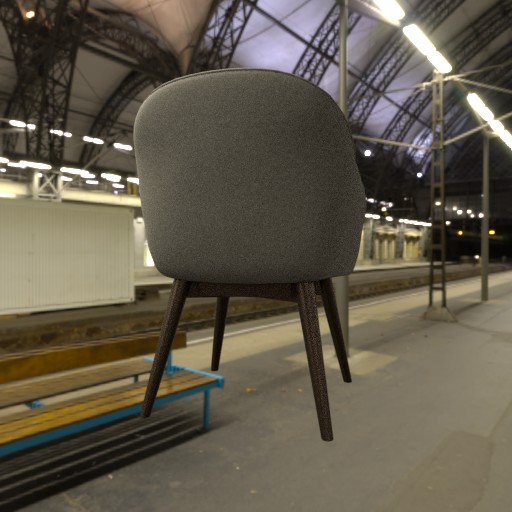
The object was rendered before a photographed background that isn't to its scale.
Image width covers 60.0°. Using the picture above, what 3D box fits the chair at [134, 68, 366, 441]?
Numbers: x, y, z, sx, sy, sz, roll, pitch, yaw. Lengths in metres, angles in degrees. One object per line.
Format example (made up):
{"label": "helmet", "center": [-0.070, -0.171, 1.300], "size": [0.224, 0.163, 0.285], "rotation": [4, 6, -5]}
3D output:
{"label": "chair", "center": [0.000, 0.000, 1.248], "size": [0.589, 0.810, 0.611], "rotation": [0, 1, 17]}
